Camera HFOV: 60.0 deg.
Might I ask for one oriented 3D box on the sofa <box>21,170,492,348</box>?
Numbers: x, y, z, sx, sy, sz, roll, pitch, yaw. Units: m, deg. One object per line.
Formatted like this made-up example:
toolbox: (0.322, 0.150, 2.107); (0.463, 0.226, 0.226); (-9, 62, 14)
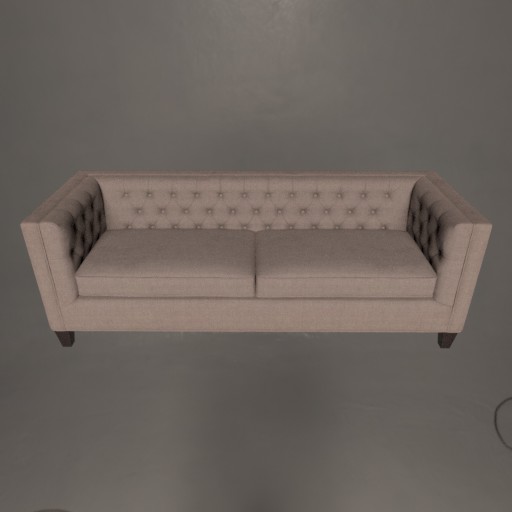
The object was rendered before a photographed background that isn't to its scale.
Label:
sofa: (0.000, 0.000, 2.531); (2.159, 0.762, 0.775); (0, 29, 0)
